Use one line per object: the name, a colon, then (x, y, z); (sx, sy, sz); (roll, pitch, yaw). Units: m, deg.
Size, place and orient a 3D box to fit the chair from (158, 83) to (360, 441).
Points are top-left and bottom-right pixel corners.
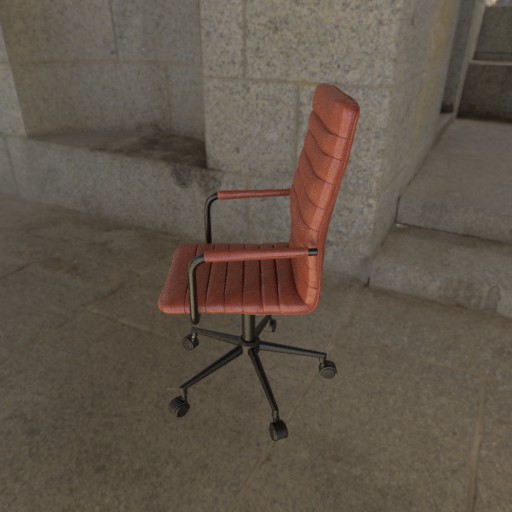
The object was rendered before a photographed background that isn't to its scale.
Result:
chair: (0.000, 0.000, 1.383); (0.580, 0.979, 0.608); (0, 27, 0)
